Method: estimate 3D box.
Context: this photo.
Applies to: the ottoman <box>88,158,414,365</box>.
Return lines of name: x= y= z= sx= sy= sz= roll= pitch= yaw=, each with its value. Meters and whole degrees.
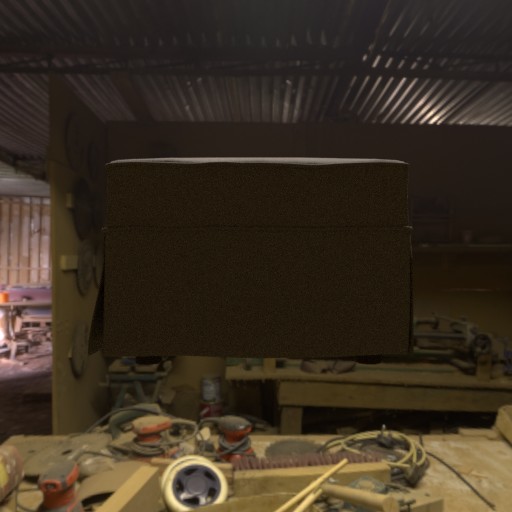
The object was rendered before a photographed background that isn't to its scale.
ottoman: x=0.000 y=0.000 z=1.352 sx=0.703 sy=0.479 sz=0.944 roll=0 pitch=0 yaw=0
